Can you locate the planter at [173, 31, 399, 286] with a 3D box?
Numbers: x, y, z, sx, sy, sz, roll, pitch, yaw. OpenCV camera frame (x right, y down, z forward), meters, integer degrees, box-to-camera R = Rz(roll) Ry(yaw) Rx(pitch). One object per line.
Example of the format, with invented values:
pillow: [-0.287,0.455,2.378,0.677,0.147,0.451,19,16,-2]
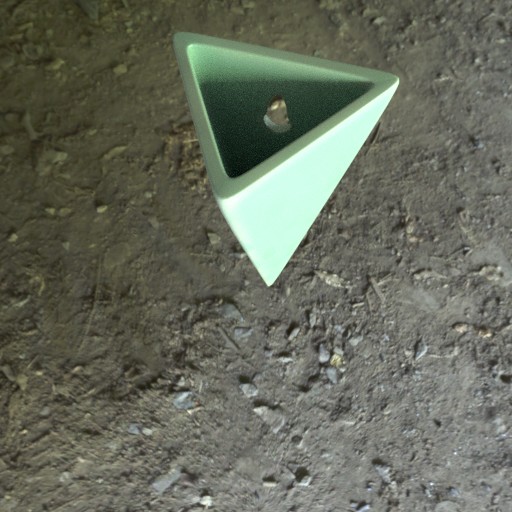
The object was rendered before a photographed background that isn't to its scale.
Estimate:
planter: [0.000,0.000,0.213,0.080,0.178,0.064,16,61,9]
